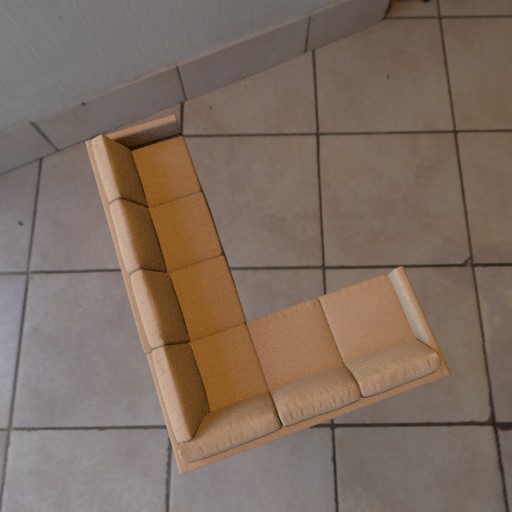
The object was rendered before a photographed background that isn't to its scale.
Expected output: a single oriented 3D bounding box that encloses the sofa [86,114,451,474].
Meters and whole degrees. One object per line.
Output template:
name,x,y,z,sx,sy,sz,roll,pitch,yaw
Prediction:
sofa,0.000,0.000,4.283,2.432,0.871,3.182,-19,76,-5
